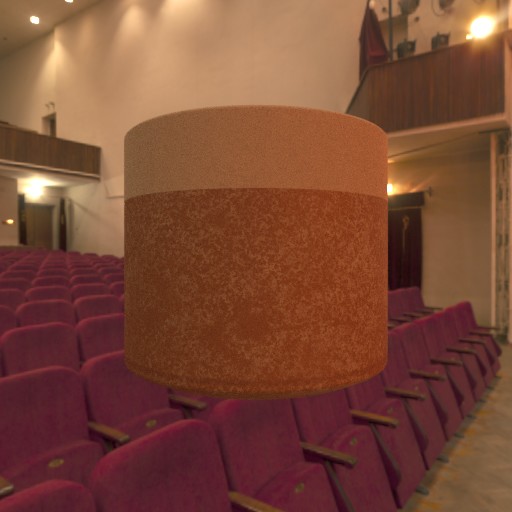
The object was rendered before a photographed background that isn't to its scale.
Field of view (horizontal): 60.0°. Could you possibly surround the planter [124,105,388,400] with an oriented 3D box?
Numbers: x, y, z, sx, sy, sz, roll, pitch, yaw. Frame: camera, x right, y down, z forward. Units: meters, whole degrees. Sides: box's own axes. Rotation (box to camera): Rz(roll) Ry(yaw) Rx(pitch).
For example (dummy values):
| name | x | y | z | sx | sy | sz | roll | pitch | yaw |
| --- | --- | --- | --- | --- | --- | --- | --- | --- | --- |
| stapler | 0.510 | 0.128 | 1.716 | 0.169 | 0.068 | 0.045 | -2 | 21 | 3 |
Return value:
| name | x | y | z | sx | sy | sz | roll | pitch | yaw |
| --- | --- | --- | --- | --- | --- | --- | --- | --- | --- |
| planter | 0.000 | 0.000 | 0.278 | 0.159 | 0.138 | 0.159 | 0 | 0 | 0 |
